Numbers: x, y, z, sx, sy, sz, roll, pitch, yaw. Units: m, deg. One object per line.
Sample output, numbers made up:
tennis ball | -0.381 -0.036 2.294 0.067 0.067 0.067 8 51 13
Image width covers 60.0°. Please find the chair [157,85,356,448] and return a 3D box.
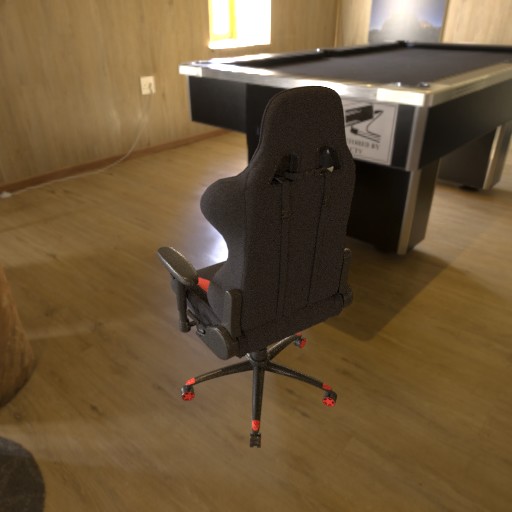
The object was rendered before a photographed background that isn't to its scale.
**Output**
chair | 0.000 0.000 1.740 0.695 1.326 0.658 -18 34 -28
